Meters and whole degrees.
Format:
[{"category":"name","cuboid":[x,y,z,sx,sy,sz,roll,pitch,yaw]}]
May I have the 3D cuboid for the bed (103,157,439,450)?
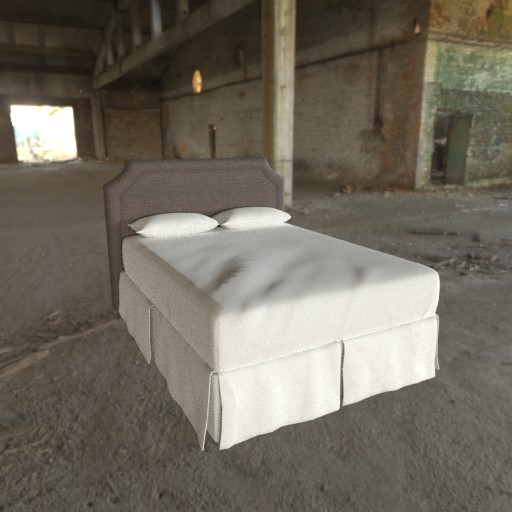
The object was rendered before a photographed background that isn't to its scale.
[{"category":"bed","cuboid":[0.000,0.000,3.181,1.693,1.290,2.116,-8,17,-28]}]
